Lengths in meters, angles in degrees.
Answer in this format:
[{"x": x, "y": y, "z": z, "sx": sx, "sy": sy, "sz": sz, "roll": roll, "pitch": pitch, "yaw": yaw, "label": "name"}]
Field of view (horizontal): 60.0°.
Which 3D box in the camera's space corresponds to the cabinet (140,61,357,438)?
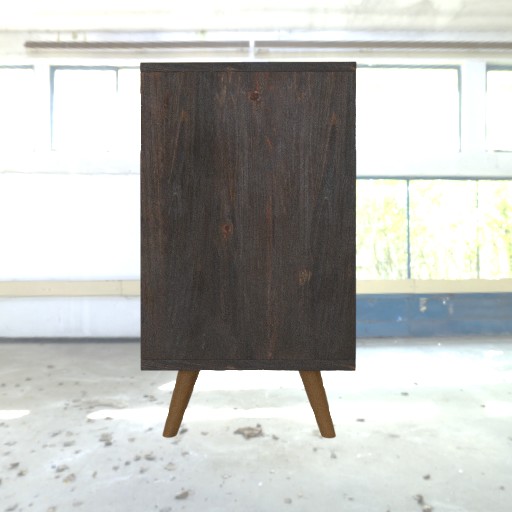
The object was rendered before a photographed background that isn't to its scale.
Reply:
[{"x": 0.000, "y": 0.000, "z": 1.528, "sx": 0.529, "sy": 0.897, "sz": 1.023, "roll": 0, "pitch": 0, "yaw": 0, "label": "cabinet"}]
